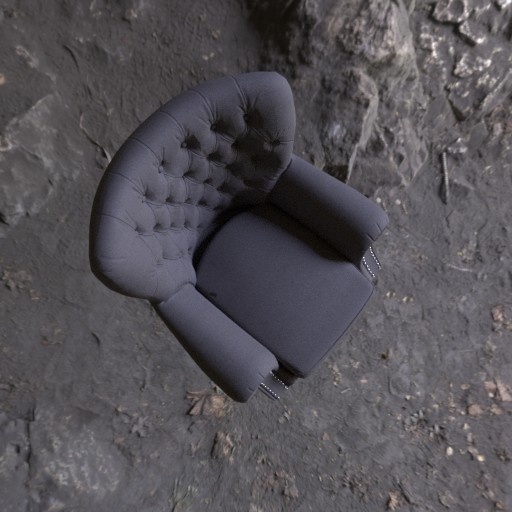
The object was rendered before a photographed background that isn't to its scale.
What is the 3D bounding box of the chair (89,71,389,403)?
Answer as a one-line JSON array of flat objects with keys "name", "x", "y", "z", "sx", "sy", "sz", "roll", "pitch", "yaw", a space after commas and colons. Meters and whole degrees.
[{"name": "chair", "x": 0.000, "y": 0.000, "z": 1.830, "sx": 0.983, "sy": 1.046, "sz": 0.983, "roll": 39, "pitch": 78, "yaw": 10}]
